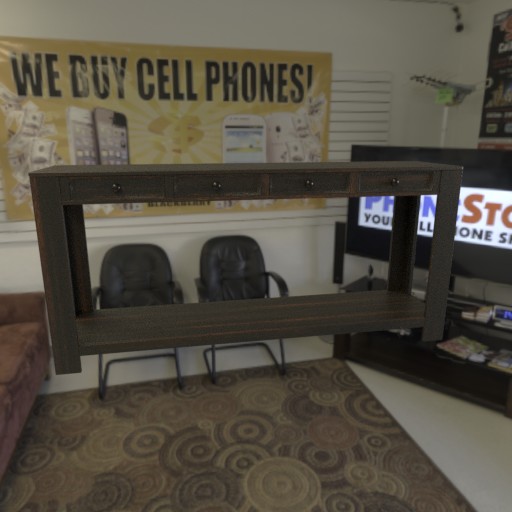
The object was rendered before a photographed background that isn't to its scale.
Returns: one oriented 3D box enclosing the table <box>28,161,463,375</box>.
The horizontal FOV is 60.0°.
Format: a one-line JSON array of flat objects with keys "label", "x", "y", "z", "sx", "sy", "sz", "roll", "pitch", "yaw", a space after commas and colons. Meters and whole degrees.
[{"label": "table", "x": 0.000, "y": 0.000, "z": 1.908, "sx": 1.631, "sy": 0.762, "sz": 0.384, "roll": -3, "pitch": 16, "yaw": -10}]
